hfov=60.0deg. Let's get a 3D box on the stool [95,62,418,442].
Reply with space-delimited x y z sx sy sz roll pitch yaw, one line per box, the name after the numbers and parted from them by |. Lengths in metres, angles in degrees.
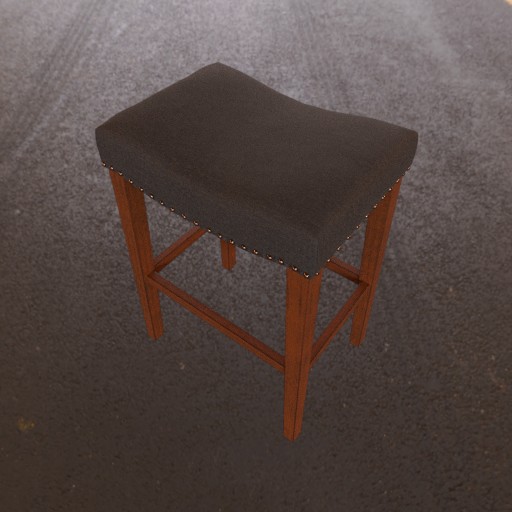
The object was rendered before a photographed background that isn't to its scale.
0.000 0.000 0.893 0.439 0.612 0.320 29 54 24 | stool
